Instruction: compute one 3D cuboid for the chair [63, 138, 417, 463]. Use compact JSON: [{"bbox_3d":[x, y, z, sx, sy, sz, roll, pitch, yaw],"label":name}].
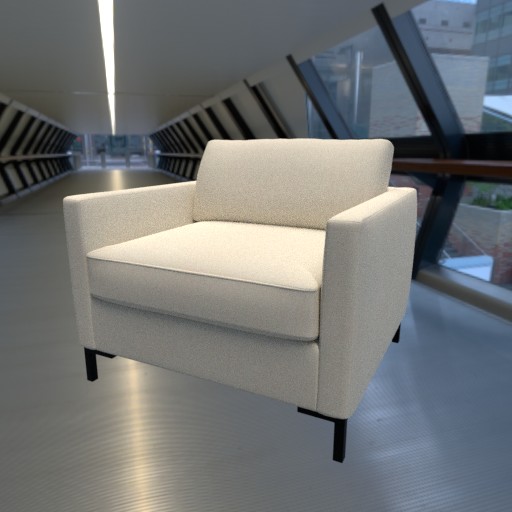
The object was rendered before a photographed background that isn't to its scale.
[{"bbox_3d":[0.000,0.000,1.563,0.964,0.806,0.875,7,16,26],"label":"chair"}]
